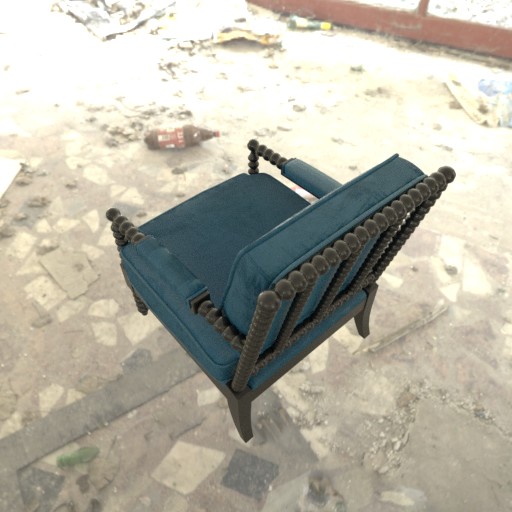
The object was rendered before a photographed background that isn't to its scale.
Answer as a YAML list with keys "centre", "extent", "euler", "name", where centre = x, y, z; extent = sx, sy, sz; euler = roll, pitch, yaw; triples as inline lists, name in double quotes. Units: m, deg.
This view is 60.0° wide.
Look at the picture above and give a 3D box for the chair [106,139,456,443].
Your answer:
- centre: [0.000, 0.000, 1.458]
  extent: [0.688, 0.857, 0.805]
  euler: [-33, 55, -26]
  name: "chair"
